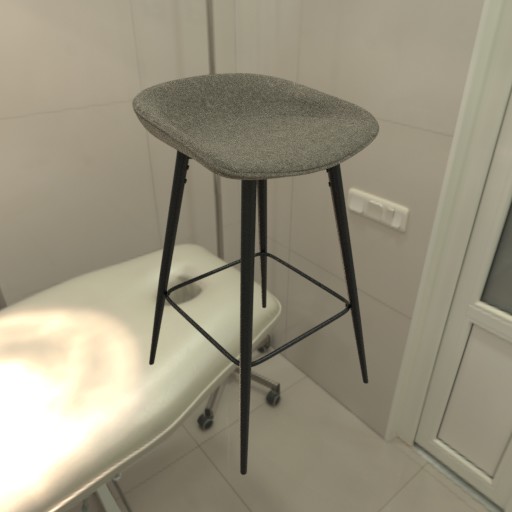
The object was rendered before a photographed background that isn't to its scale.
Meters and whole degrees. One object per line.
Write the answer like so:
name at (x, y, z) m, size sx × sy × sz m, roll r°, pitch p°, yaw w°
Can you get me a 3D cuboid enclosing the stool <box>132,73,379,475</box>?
stool at (0.000, 0.000, 1.126) m, size 0.469 × 0.814 × 0.480 m, roll -23°, pitch 37°, yaw -33°
